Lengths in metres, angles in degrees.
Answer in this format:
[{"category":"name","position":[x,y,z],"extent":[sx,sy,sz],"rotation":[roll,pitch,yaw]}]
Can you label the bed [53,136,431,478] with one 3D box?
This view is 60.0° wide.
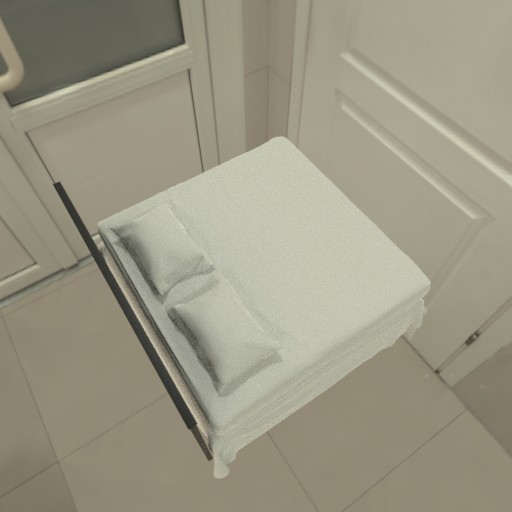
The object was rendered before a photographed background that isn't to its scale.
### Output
[{"category":"bed","position":[0.000,0.000,3.590],"extent":[2.219,1.271,2.315],"rotation":[-29,62,-17]}]
